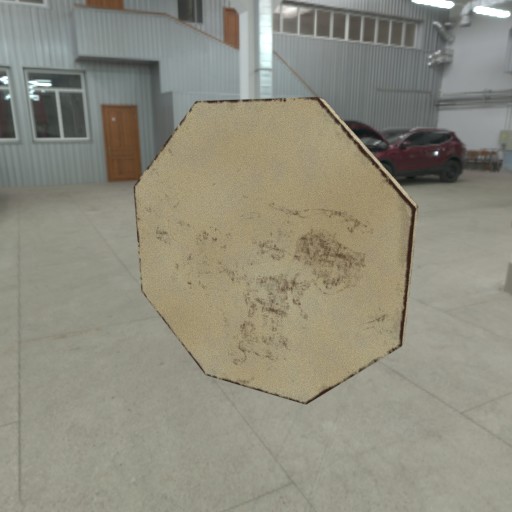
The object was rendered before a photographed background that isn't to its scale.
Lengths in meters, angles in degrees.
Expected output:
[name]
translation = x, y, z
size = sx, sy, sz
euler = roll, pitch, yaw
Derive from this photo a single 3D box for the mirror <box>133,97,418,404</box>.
[mirror]
translation = 0.000, 0.000, 0.970
size = 0.648, 0.648, 0.031
euler = 8, 18, 26
